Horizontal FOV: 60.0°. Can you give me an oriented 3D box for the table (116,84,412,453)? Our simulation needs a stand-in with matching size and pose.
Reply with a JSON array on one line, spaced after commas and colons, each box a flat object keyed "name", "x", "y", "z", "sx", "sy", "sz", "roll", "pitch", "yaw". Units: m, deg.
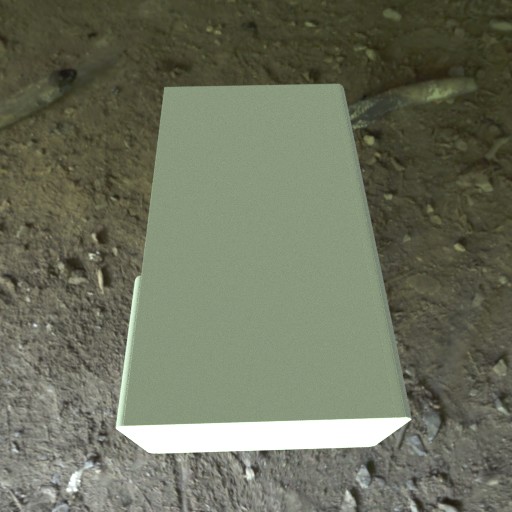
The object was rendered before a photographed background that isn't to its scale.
[{"name": "table", "x": 0.000, "y": 0.000, "z": 1.408, "sx": 0.639, "sy": 0.442, "sz": 1.097, "roll": -1, "pitch": 58, "yaw": -1}]
